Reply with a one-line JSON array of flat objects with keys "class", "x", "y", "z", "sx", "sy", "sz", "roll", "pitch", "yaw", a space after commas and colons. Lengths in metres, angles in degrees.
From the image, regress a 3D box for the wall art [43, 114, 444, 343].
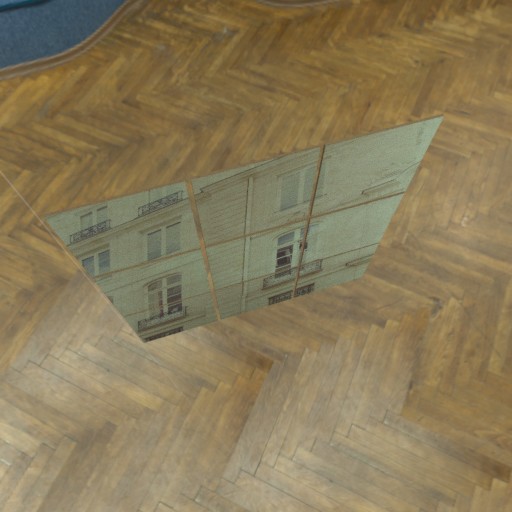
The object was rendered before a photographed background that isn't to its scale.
[{"class": "wall art", "x": 0.000, "y": 0.000, "z": 2.294, "sx": 1.526, "sy": 1.522, "sz": 0.023, "roll": -16, "pitch": 64, "yaw": -8}]
